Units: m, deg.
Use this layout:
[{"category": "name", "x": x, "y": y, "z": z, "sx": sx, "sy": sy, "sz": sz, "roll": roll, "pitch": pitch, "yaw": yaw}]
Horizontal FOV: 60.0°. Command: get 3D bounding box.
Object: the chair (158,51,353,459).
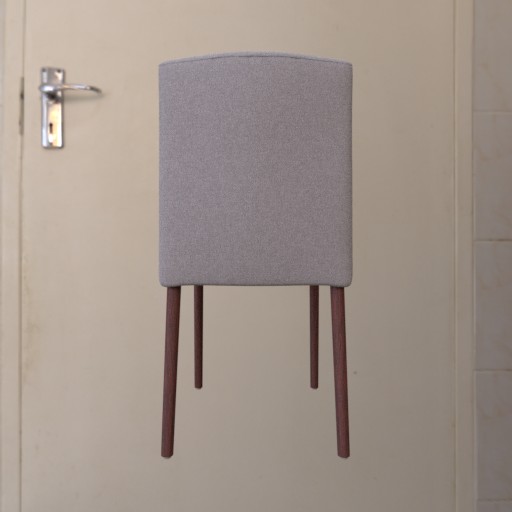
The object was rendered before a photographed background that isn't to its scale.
[{"category": "chair", "x": 0.000, "y": 0.000, "z": 1.202, "sx": 0.456, "sy": 0.859, "sz": 0.570, "roll": 0, "pitch": 0, "yaw": 0}]
